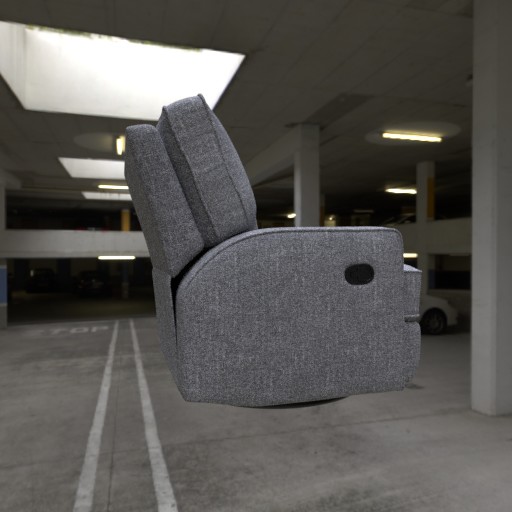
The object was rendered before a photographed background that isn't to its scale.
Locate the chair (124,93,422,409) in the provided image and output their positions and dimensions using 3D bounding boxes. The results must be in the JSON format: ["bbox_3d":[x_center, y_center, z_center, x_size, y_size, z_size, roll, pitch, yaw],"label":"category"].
[{"bbox_3d":[0.000,0.000,1.699,0.964,0.962,0.861,0,0,-17],"label":"chair"}]
